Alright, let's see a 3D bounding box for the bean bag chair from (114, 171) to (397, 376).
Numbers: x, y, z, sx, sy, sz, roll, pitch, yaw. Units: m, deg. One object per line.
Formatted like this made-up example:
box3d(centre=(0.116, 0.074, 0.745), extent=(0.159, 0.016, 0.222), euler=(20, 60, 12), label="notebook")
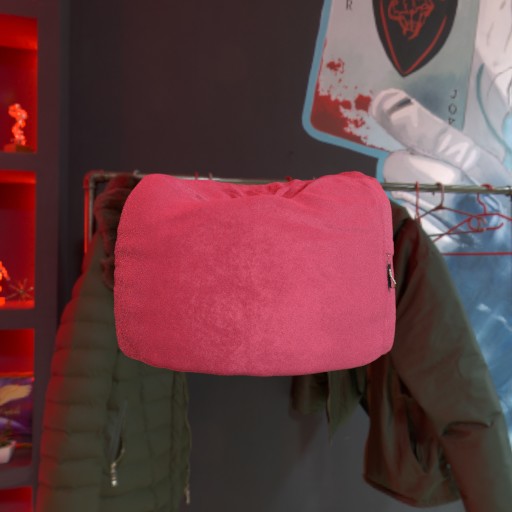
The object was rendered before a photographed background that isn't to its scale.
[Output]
box3d(centre=(0.000, 0.000, 1.988), extent=(1.218, 0.788, 1.218), euler=(0, -1, 0), label="bean bag chair")
